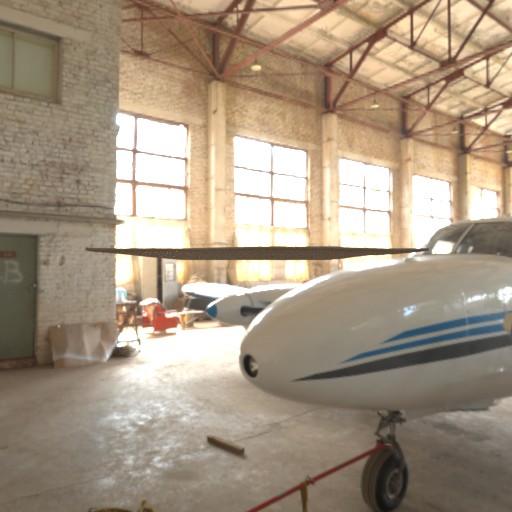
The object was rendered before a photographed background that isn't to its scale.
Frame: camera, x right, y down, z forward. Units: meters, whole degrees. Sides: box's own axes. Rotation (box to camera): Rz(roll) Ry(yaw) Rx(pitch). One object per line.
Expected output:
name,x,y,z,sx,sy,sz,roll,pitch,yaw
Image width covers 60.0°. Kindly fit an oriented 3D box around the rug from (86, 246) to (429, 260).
rug,0.000,0.000,1.085,0.511,0.008,0.869,0,-1,0
